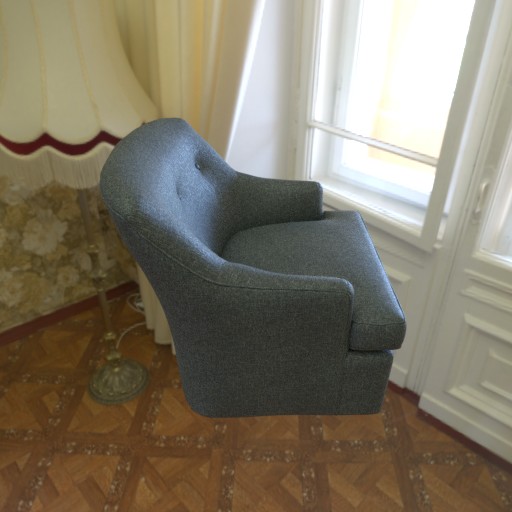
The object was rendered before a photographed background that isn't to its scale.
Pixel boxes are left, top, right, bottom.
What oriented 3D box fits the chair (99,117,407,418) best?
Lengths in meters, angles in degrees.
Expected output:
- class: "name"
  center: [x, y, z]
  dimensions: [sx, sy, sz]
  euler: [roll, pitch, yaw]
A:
- class: "chair"
  center: [0.000, 0.000, 1.626]
  dimensions: [0.923, 0.856, 0.864]
  euler: [0, 31, 0]
